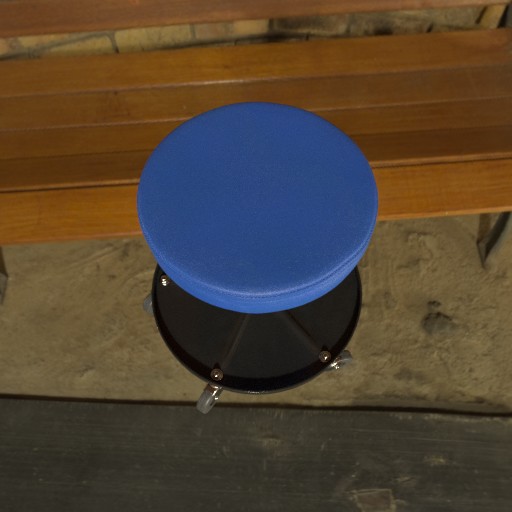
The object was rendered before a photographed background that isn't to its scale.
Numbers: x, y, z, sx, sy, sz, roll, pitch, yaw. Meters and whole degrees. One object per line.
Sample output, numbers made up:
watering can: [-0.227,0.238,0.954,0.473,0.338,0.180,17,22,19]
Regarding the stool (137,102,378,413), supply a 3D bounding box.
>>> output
stool: [0.000,0.000,0.661,0.381,0.365,0.382,-33,67,-16]
